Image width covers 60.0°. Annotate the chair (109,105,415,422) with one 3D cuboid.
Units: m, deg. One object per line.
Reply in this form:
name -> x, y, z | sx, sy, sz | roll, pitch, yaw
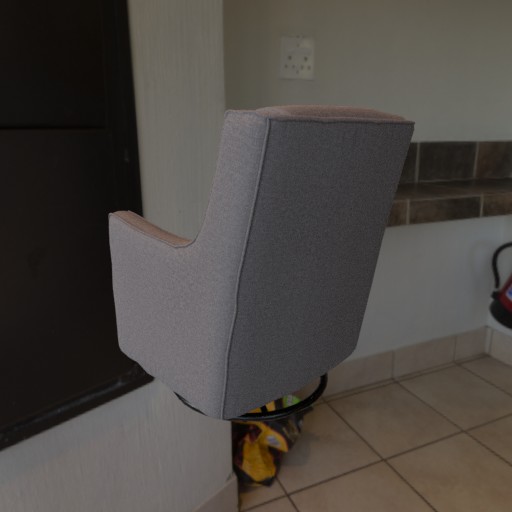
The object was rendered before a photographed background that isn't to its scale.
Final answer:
chair -> 0.000, 0.000, 1.592 | 0.732, 0.993, 0.879 | -14, 20, -41
